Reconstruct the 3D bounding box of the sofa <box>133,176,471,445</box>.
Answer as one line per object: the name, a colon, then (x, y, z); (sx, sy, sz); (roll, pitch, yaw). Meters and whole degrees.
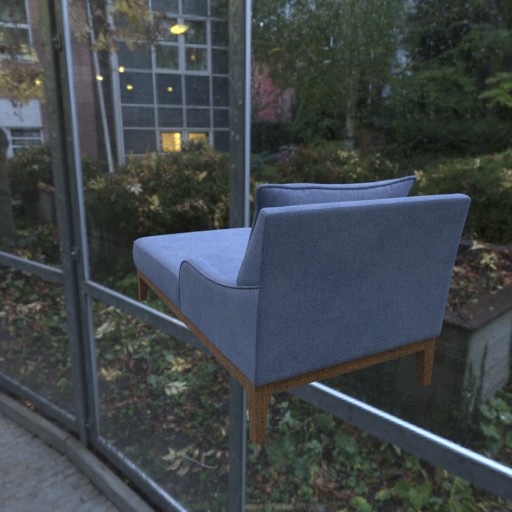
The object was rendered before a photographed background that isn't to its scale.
sofa: (0.000, 0.000, 2.300); (0.904, 0.883, 1.779); (-7, 16, -27)
